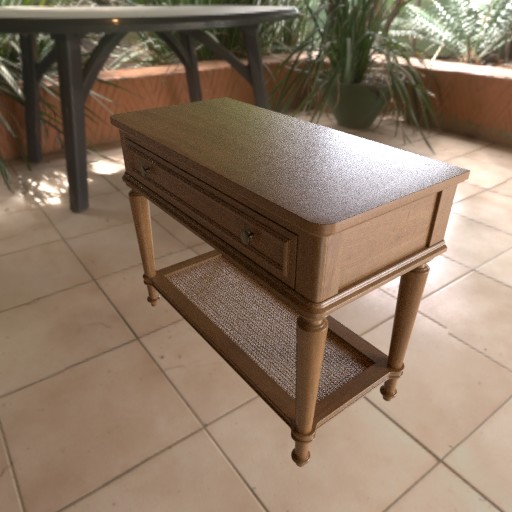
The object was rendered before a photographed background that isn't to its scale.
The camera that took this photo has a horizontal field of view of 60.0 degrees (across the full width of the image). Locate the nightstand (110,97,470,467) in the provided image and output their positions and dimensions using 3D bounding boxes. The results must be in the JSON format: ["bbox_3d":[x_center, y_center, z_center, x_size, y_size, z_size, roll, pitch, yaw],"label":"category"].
[{"bbox_3d":[0.000,0.000,1.308,0.432,0.700,0.914,-21,37,-31],"label":"nightstand"}]
